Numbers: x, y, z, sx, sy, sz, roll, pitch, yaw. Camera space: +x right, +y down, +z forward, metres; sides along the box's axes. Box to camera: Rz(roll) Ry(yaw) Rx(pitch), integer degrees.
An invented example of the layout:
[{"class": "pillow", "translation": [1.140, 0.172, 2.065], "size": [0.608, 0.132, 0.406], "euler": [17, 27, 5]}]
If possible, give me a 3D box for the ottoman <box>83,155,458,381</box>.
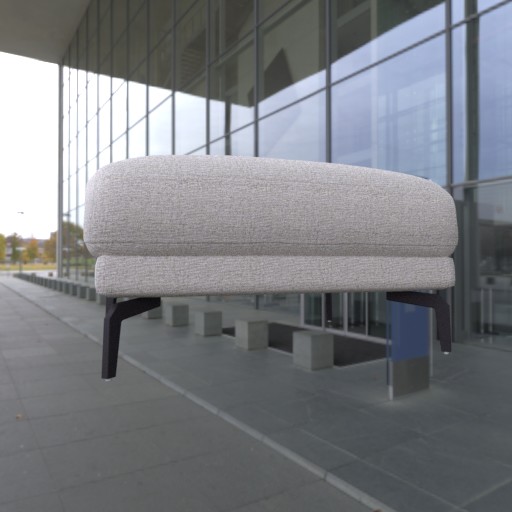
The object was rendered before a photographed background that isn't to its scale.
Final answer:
[{"class": "ottoman", "translation": [0.000, 0.000, 1.081], "size": [0.772, 0.420, 0.568], "euler": [0, -1, -18]}]
